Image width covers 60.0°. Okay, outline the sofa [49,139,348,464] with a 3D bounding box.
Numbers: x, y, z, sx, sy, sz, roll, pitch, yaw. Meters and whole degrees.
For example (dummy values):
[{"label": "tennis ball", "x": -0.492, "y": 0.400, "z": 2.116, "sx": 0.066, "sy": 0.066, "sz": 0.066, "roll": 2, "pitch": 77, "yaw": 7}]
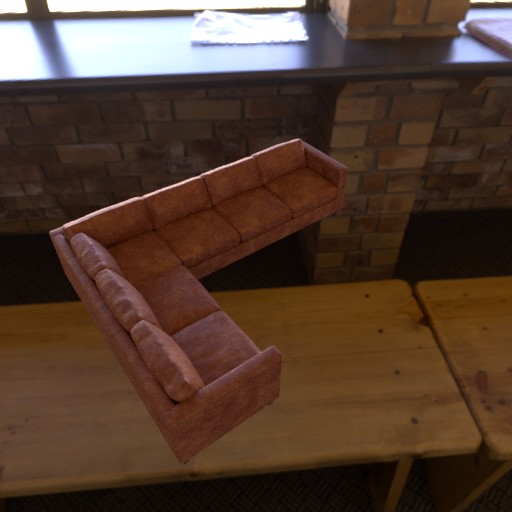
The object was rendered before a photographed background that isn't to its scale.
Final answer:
[{"label": "sofa", "x": 0.000, "y": 0.000, "z": 4.402, "sx": 3.150, "sy": 0.838, "sz": 2.438, "roll": -27, "pitch": 49, "yaw": -26}]
